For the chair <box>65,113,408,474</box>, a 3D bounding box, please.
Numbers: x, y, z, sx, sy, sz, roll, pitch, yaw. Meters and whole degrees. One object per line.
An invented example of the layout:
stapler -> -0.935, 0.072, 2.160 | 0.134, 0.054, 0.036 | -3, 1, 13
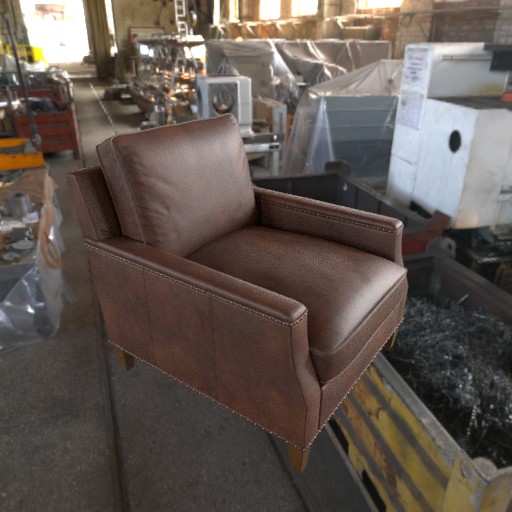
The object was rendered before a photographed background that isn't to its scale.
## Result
chair -> 0.000, 0.000, 1.700 | 1.014, 0.929, 0.853 | 18, 31, 32
